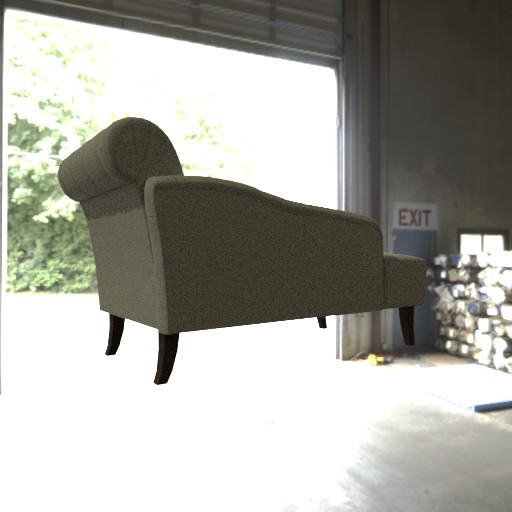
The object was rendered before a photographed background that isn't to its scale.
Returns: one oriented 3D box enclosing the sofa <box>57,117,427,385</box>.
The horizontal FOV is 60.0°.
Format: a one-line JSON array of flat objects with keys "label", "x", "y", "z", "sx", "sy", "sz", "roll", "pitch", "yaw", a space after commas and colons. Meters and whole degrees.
[{"label": "sofa", "x": 0.000, "y": 0.000, "z": 1.795, "sx": 1.379, "sy": 0.787, "sz": 0.675, "roll": 0, "pitch": 0, "yaw": -36}]
